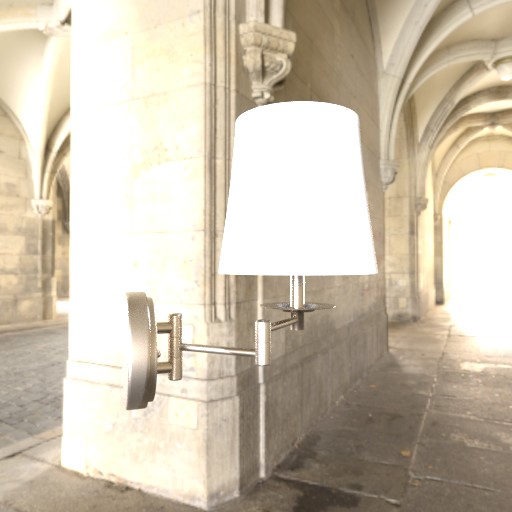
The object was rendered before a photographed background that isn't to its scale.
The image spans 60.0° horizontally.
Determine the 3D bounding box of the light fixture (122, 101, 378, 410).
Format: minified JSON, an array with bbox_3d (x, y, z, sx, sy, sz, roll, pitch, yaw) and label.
[{"bbox_3d":[0.000,0.000,0.614,0.348,0.381,0.223,0,-1,-19],"label":"light fixture"}]
